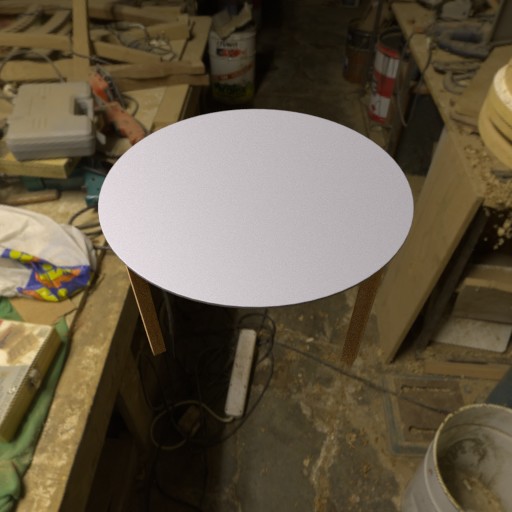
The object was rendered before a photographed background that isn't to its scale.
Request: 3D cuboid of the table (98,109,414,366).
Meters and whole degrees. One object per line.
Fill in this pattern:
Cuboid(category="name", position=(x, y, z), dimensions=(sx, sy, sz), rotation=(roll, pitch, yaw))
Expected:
Cuboid(category="table", position=(0.000, 0.000, 1.013), dimensions=(0.600, 0.405, 0.600), rotation=(0, 46, 0))
